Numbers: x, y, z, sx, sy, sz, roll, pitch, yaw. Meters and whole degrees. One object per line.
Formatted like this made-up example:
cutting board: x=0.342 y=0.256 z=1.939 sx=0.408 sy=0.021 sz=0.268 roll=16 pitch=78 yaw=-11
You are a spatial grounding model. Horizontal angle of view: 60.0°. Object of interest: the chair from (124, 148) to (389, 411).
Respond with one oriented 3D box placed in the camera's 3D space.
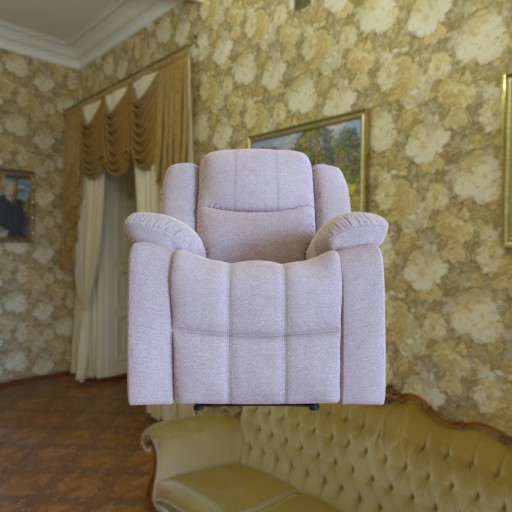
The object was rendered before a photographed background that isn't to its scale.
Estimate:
chair: x=0.000 y=0.000 z=1.793 sx=0.899 sy=1.008 sz=0.944 roll=0 pitch=1 yaw=0
